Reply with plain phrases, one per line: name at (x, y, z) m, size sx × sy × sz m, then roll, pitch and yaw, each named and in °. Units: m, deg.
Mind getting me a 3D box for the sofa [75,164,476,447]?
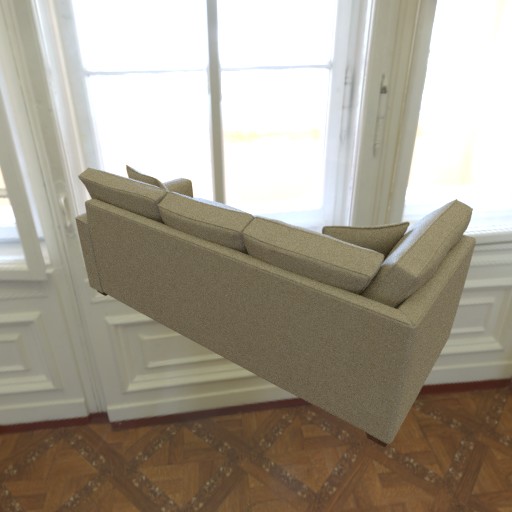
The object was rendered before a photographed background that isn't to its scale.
sofa at (0.000, 0.000, 2.837) m, size 2.323 × 0.948 × 1.053 m, roll 20°, pitch 35°, yaw 32°
